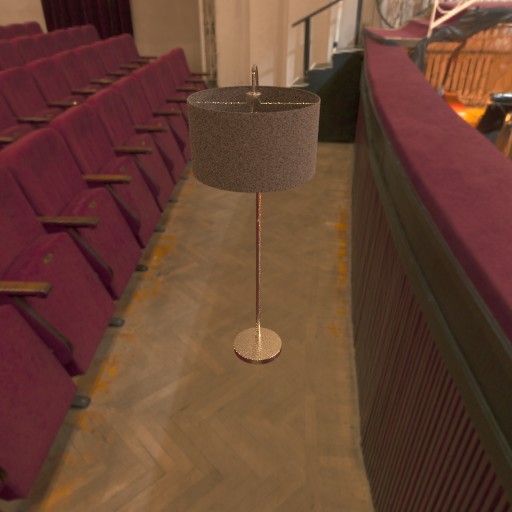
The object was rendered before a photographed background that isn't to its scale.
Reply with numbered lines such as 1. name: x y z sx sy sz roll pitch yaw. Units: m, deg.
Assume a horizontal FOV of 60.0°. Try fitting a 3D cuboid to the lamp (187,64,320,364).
1. lamp: 0.000 0.000 2.116 0.452 1.735 0.934 1 31 2
